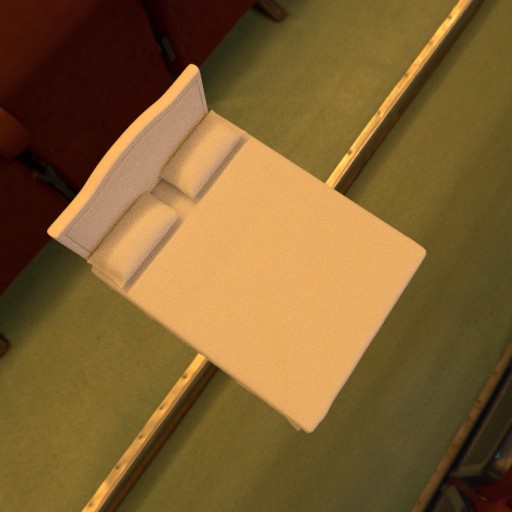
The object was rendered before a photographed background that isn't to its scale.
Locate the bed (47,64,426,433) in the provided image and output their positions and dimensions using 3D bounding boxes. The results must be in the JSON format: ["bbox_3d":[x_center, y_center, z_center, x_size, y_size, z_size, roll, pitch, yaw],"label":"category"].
[{"bbox_3d":[0.000,0.000,3.755,2.477,1.437,1.977,35,79,8],"label":"bed"}]
